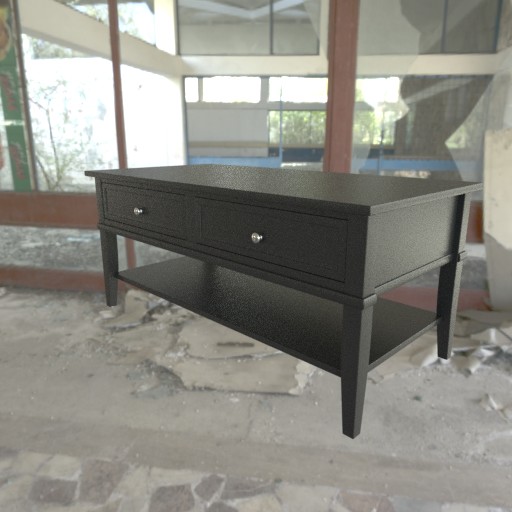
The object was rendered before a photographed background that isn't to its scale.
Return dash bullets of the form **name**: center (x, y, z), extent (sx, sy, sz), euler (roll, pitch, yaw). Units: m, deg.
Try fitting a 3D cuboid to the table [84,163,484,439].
- **table**: center (0.000, 0.000, 1.315), extent (1.044, 0.470, 0.523), euler (15, 21, 43)
